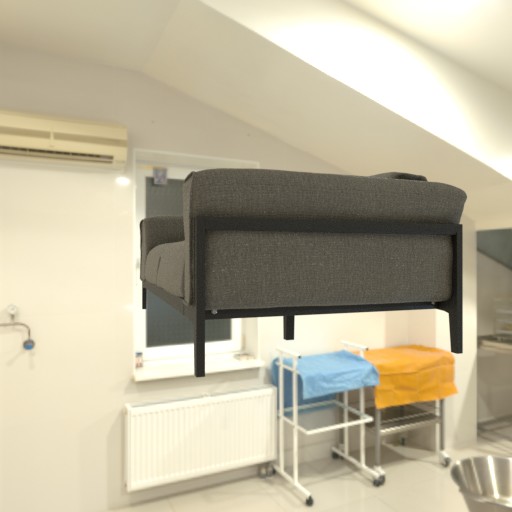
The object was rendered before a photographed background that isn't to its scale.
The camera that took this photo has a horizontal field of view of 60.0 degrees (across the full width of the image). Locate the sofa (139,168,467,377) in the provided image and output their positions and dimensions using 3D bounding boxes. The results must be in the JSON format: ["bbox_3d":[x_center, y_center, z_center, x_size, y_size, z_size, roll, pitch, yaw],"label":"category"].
[{"bbox_3d":[0.000,0.000,2.133,0.960,0.656,1.690,0,0,-19],"label":"sofa"}]
